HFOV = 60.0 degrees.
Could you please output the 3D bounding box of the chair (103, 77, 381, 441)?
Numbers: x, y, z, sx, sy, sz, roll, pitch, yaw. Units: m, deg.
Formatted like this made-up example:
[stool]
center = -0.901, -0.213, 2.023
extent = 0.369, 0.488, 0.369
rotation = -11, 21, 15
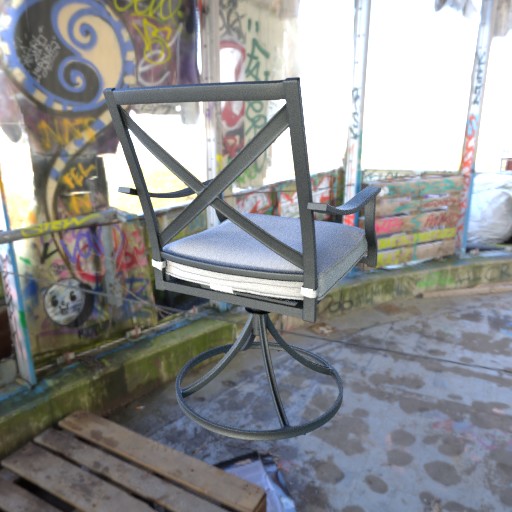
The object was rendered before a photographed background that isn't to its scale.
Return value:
[chair]
center = 0.000, 0.000, 1.280
extent = 0.575, 0.889, 0.620
rotation = 9, 18, 27
